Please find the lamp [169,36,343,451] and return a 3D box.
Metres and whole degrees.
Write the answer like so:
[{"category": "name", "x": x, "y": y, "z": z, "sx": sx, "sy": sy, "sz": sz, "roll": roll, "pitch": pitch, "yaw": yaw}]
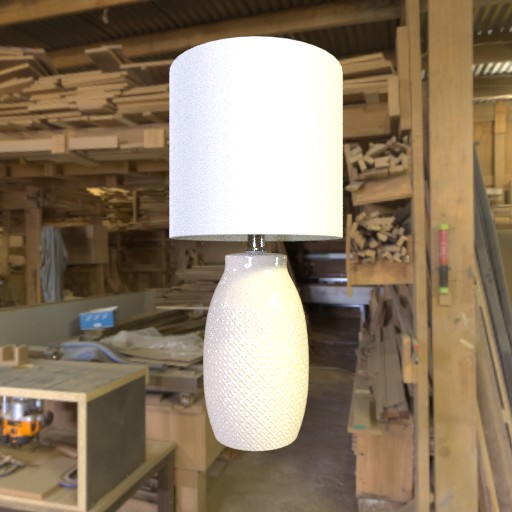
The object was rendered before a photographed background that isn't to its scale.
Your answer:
[{"category": "lamp", "x": 0.000, "y": 0.000, "z": 0.565, "sx": 0.217, "sy": 0.453, "sz": 0.217, "roll": 0, "pitch": 0, "yaw": 19}]
